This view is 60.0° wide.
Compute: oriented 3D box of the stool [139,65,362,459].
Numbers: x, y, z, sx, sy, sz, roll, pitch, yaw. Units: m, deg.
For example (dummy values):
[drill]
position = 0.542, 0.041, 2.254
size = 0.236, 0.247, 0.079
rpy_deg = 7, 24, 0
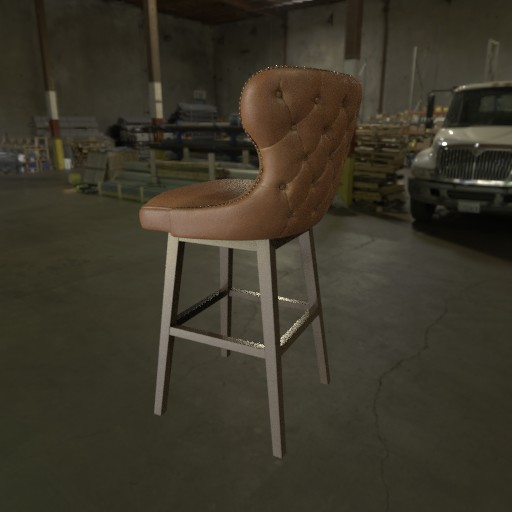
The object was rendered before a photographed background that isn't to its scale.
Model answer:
[stool]
position = 0.000, 0.000, 1.454
size = 0.606, 1.087, 0.591
rpy_deg = 8, 18, 26
